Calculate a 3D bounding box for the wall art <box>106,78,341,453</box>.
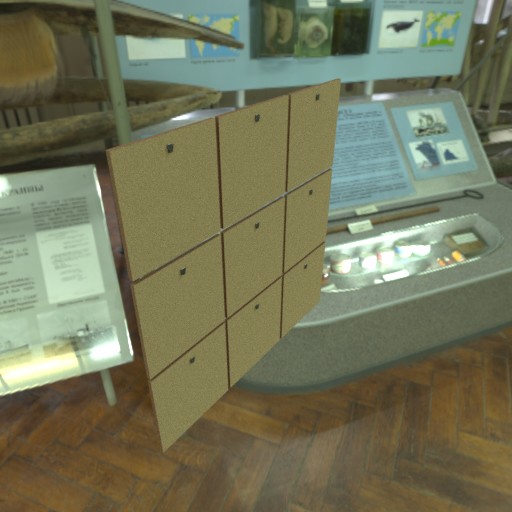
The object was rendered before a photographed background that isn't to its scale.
[{"bbox_3d":[0.000,0.000,1.840,0.024,1.218,1.221,22,38,31],"label":"wall art"}]
